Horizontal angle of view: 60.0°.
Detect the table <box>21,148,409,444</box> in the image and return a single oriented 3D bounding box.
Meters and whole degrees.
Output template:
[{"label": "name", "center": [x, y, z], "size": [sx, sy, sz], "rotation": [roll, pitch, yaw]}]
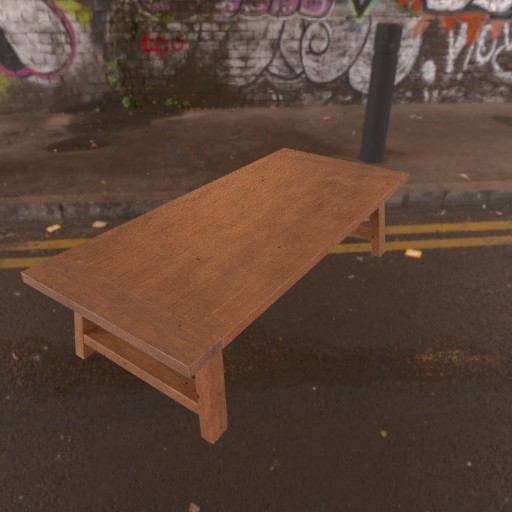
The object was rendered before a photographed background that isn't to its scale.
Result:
[{"label": "table", "center": [0.000, 0.000, 2.154], "size": [0.820, 0.465, 1.800], "rotation": [20, 36, 30]}]
